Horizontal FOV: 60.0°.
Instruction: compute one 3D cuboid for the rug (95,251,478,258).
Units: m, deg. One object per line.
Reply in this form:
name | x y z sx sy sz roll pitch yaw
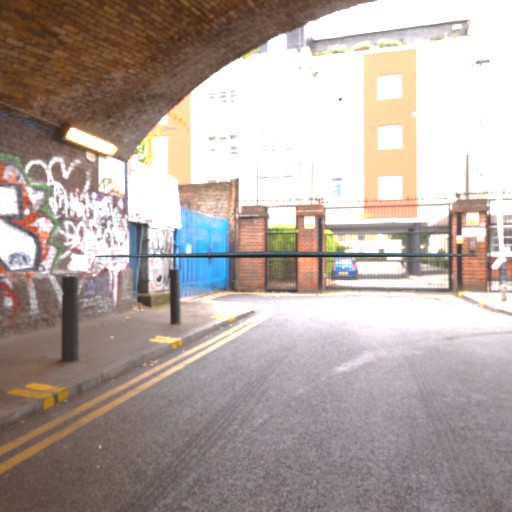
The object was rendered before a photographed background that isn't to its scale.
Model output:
rug | 0.000 0.000 2.435 1.211 0.012 1.833 0 -1 -36
